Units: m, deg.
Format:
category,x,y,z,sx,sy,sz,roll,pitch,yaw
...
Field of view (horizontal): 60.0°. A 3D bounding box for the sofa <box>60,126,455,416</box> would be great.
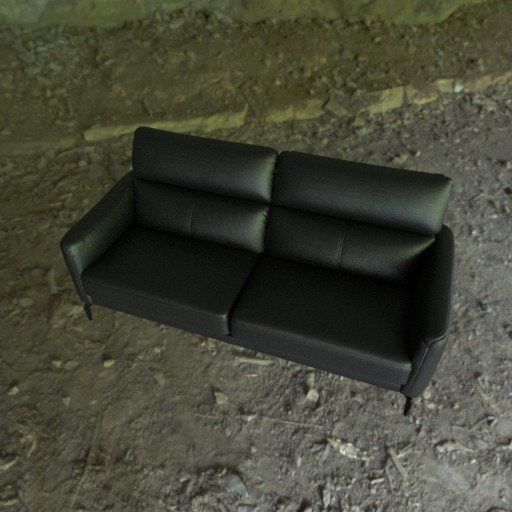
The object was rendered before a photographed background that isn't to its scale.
category,x,y,z,sx,sy,sz,roll,pitch,yaw
sofa,0.000,0.000,2.495,2.069,0.957,0.856,13,41,15
